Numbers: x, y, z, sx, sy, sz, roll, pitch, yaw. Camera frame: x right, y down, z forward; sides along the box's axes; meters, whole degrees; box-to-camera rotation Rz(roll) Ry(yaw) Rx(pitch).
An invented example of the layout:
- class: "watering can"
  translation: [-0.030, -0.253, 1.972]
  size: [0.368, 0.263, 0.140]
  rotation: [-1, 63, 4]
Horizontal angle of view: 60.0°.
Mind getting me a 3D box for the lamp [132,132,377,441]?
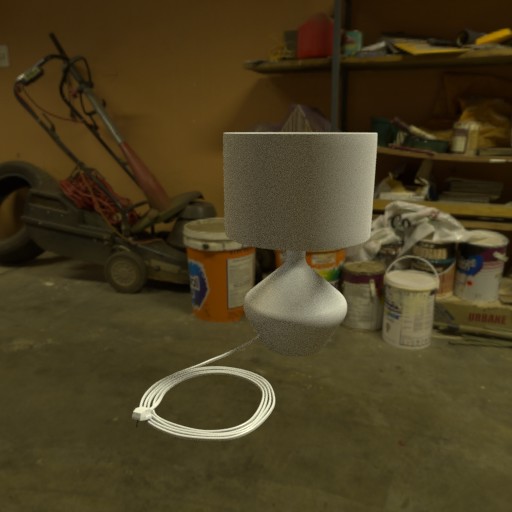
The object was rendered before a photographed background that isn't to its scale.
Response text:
- class: "lamp"
  translation: [0.000, 0.000, 0.857]
  size: [0.546, 0.457, 0.401]
  rotation: [-8, 18, -26]
